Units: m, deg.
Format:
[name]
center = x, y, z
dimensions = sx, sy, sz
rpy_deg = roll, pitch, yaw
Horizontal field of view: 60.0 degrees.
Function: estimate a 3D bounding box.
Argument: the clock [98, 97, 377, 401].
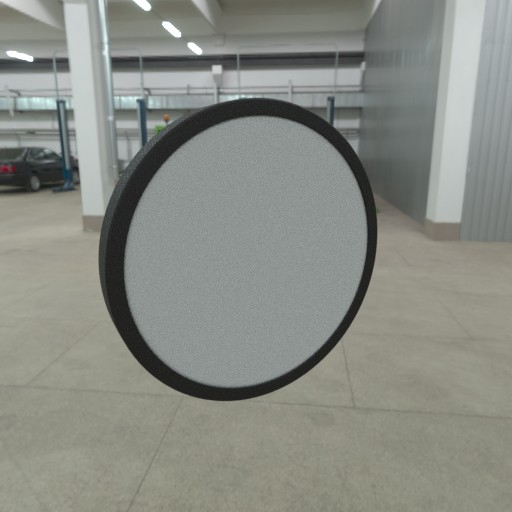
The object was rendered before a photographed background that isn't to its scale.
[clock]
center = 0.000, 0.000, 0.438
dimensions = 0.293, 0.293, 0.040
rpy_deg = -8, 16, -28
